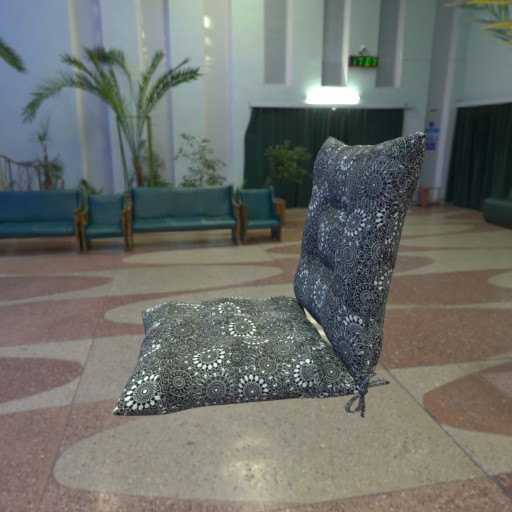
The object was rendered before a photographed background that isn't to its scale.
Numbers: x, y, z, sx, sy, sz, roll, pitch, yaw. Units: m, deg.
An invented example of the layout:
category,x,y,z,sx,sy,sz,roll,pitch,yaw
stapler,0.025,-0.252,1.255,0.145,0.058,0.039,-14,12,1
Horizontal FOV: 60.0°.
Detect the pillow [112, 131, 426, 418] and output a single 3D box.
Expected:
category,x,y,z,sx,sy,sz,roll,pitch,yaw
pillow,0.000,0.000,1.007,0.585,0.536,0.541,-2,15,-8
